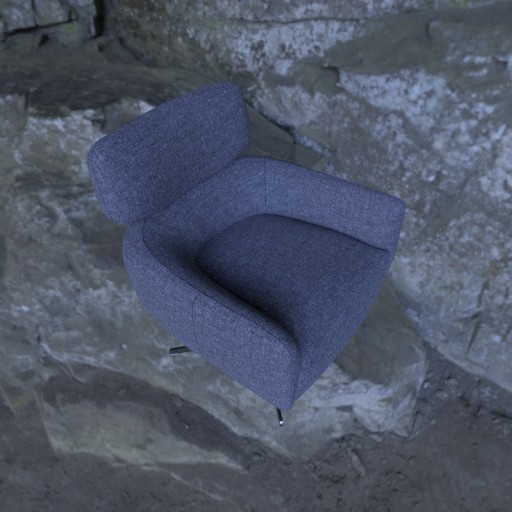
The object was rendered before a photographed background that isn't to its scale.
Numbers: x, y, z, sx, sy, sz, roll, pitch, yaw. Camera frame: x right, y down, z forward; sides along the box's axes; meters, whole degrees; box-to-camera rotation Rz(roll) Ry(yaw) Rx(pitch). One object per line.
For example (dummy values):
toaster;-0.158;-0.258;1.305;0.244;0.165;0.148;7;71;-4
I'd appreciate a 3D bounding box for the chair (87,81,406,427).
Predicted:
chair;0.000;0.000;1.365;0.715;0.812;0.706;25;48;26
